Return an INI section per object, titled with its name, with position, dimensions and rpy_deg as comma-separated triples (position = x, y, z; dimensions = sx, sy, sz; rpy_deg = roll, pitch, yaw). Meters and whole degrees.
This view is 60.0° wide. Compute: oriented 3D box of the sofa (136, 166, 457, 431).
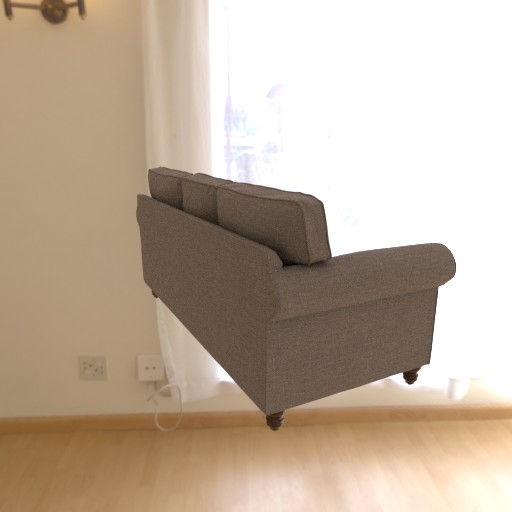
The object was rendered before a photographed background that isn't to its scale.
[sofa]
position = 0.000, 0.000, 2.615
dimensions = 0.916, 0.961, 2.084
rpy_deg = -8, 16, -27
